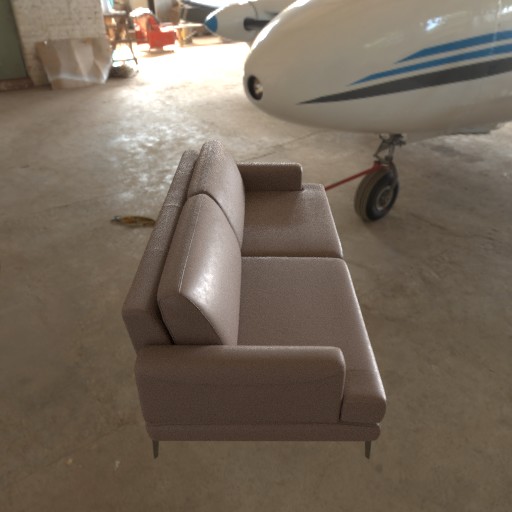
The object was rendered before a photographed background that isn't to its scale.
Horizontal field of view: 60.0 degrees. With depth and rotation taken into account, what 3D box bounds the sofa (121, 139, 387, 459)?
[{"bbox_3d":[0.000,0.000,2.397,0.974,0.765,1.940,0,33,0],"label":"sofa"}]
